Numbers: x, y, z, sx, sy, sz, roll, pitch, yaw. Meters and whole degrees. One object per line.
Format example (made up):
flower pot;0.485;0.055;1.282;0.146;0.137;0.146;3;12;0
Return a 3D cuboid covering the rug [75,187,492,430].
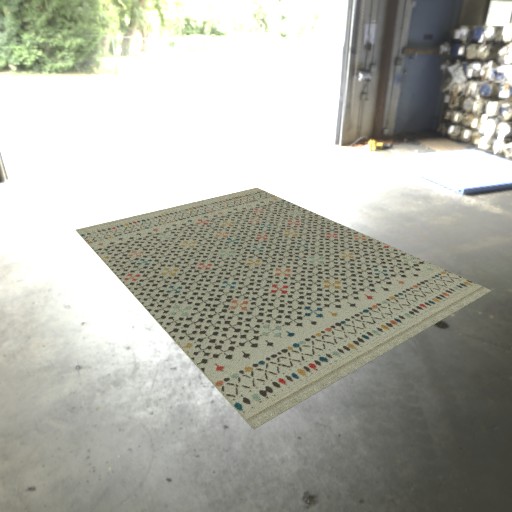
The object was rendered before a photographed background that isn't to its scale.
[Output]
rug;0.000;0.000;4.087;2.354;0.007;3.196;-18;32;-31
